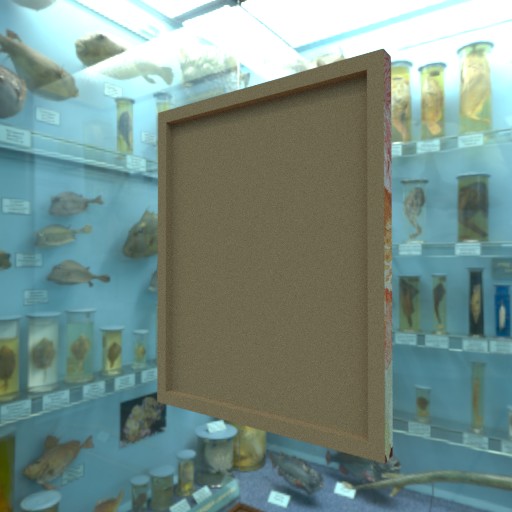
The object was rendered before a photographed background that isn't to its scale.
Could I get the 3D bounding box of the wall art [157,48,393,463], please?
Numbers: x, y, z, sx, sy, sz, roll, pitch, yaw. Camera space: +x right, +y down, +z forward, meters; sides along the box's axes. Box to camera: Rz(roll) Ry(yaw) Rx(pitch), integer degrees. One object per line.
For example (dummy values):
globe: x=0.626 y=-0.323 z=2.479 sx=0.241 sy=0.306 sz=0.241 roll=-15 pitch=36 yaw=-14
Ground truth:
wall art: x=0.000 y=0.000 z=0.670 sx=0.406 sy=0.508 sz=0.028 roll=-1 pitch=-1 yaw=36
